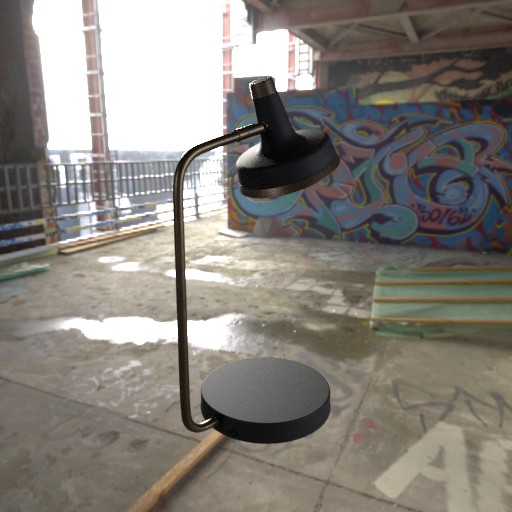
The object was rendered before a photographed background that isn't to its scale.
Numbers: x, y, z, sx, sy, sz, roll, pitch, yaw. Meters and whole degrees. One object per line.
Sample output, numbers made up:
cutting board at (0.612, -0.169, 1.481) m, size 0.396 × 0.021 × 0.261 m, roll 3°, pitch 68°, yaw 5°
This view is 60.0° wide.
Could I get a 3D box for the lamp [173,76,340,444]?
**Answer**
lamp at (0.000, 0.000, 0.500) m, size 0.218 × 0.385 × 0.162 m, roll -13°, pitch 19°, yaw -43°
